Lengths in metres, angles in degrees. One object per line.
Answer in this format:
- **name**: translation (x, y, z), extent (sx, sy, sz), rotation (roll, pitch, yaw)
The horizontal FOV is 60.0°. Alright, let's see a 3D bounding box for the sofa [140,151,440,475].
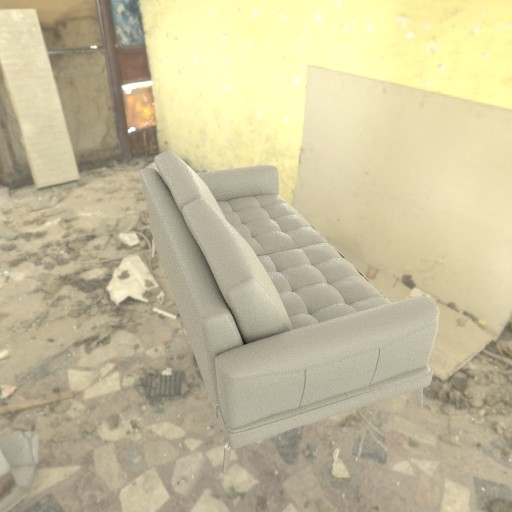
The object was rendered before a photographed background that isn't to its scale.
- **sofa**: translation (0.000, 0.000, 2.787), extent (1.121, 0.930, 2.177), rotation (-11, 33, -17)
